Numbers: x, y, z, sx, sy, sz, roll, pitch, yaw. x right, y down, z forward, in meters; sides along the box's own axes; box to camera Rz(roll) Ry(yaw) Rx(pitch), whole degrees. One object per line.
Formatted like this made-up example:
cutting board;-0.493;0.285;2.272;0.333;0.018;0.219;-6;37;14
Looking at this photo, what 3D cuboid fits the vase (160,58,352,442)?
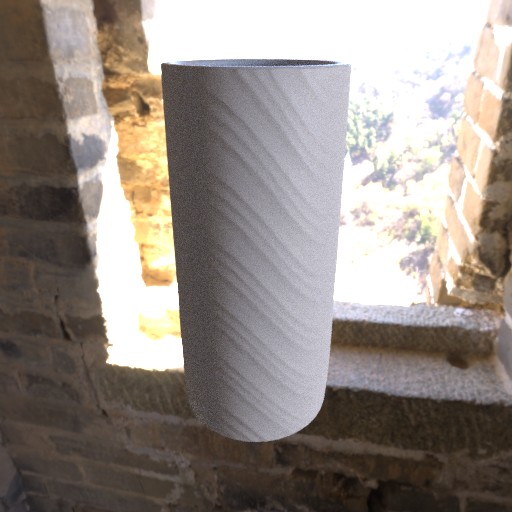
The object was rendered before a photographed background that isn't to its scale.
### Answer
vase;0.000;0.000;0.393;0.143;0.316;0.143;0;26;0
